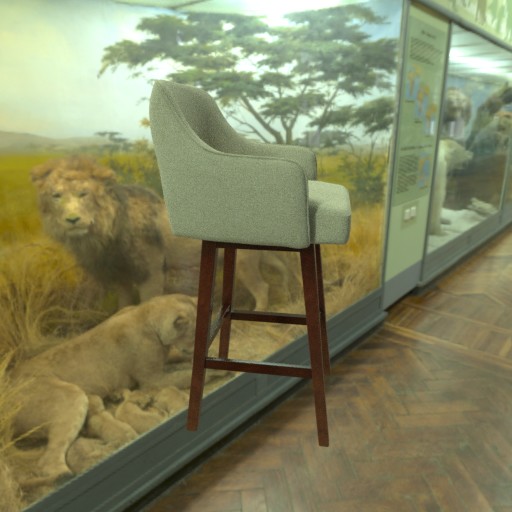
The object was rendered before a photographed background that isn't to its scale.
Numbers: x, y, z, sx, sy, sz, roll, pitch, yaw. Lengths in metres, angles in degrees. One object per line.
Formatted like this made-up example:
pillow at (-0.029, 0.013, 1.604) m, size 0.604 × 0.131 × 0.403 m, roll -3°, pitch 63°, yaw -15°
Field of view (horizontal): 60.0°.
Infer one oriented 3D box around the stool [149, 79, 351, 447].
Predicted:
stool at (0.000, 0.000, 1.405) m, size 0.560 × 1.041 × 0.550 m, roll 3°, pitch 17°, yaw 9°
